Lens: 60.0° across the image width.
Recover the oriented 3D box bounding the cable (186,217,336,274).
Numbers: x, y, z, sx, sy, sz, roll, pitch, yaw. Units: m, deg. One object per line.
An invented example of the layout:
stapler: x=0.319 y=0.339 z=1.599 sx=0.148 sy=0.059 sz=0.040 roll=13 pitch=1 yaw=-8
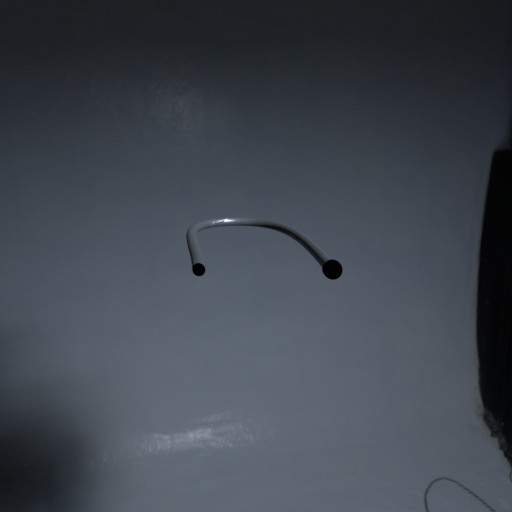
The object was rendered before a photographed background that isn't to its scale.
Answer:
cable: x=0.000 y=0.000 z=0.111 sx=0.041 sy=0.005 sz=0.098 roll=-2 pitch=15 yaw=-9
